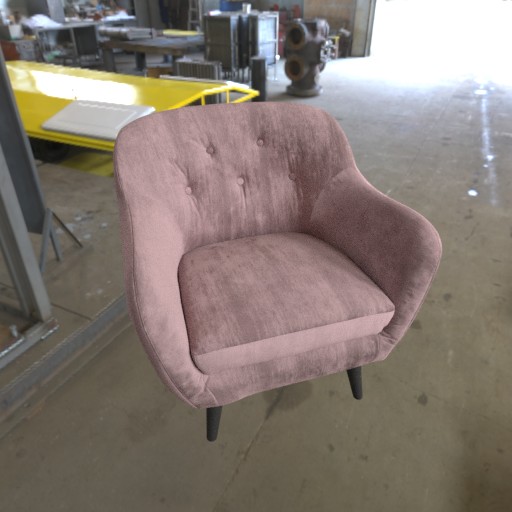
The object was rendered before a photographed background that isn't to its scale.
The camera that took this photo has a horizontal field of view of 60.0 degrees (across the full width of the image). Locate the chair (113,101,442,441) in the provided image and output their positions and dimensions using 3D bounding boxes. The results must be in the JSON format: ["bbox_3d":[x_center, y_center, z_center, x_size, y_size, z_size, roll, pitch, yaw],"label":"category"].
[{"bbox_3d":[0.000,0.000,1.471,0.840,0.820,0.820,-10,34,-15],"label":"chair"}]
